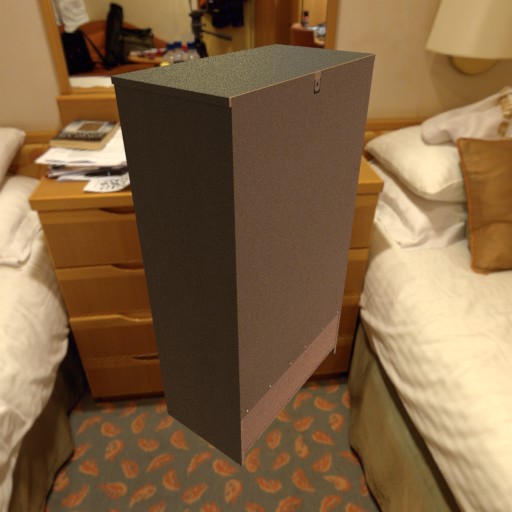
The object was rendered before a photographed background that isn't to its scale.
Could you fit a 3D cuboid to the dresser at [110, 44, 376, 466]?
[{"bbox_3d":[0.000,0.000,1.554,0.399,1.255,0.704,22,39,30],"label":"dresser"}]
